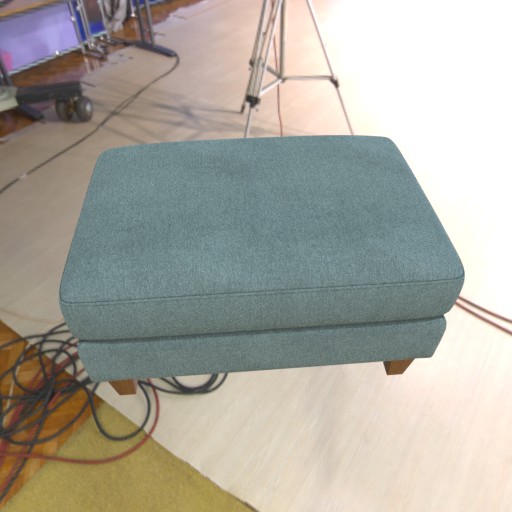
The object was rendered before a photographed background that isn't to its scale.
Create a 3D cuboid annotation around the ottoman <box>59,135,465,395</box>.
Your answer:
[{"bbox_3d":[0.000,0.000,1.207,0.864,0.483,0.584,-3,46,-3],"label":"ottoman"}]
